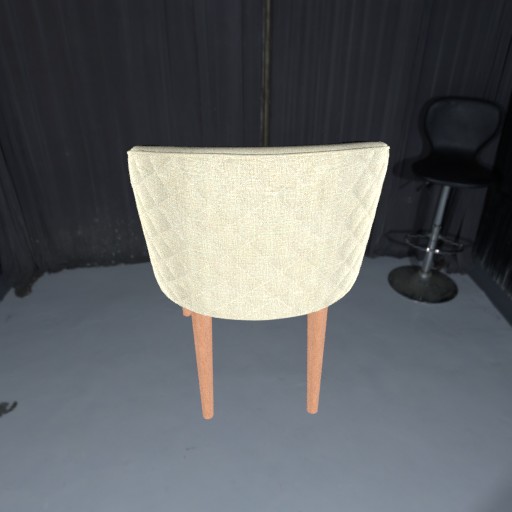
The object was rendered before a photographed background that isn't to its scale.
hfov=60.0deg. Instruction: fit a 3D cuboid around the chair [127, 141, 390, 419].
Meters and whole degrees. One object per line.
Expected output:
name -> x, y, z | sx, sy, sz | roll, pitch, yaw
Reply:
chair -> 0.000, 0.000, 1.216 | 0.584, 0.775, 0.616 | -2, 31, -3
